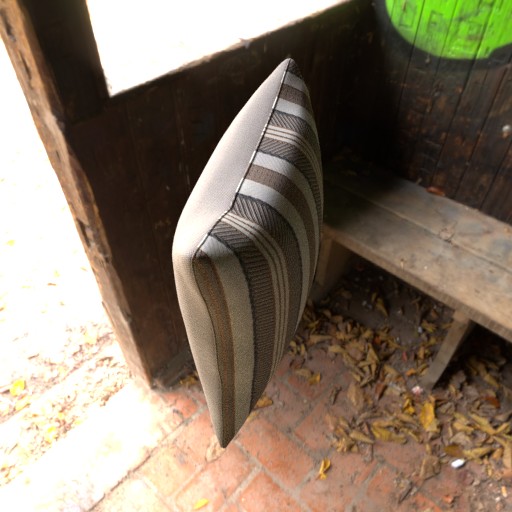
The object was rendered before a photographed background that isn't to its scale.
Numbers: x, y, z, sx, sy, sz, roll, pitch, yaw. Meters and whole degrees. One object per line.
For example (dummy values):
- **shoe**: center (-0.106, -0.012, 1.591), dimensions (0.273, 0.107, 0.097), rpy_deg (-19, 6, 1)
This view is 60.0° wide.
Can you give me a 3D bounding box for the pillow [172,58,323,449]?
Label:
- **pillow**: center (0.000, 0.000, 0.633), dimensions (0.173, 0.401, 0.416), rpy_deg (10, 46, 10)
